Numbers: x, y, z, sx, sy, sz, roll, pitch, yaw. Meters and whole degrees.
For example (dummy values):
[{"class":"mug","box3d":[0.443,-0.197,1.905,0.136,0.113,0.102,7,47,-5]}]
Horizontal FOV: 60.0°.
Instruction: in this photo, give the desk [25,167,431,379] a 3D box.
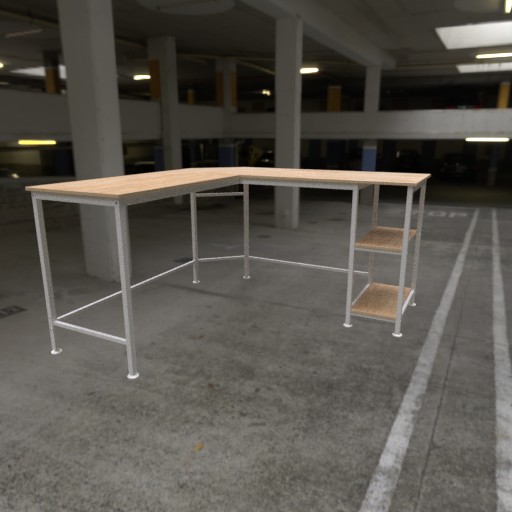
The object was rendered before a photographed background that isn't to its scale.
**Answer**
[{"class":"desk","box3d":[0.000,0.000,2.168,1.379,0.739,1.379,8,17,26]}]
